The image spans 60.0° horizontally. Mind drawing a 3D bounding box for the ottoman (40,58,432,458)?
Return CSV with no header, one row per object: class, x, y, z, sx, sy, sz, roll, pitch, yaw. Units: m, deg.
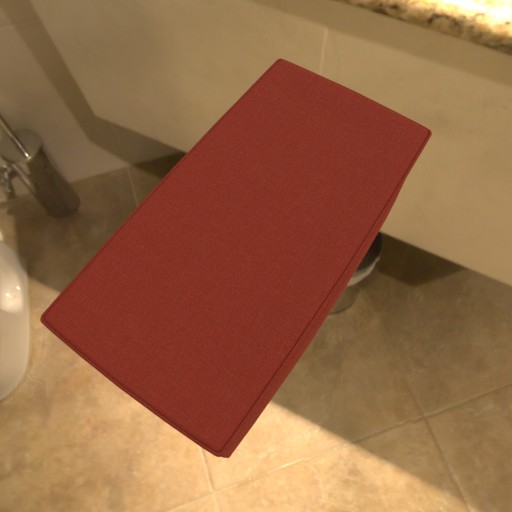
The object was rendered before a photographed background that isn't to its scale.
ottoman,0.000,0.000,1.226,0.497,0.454,0.948,32,69,14
